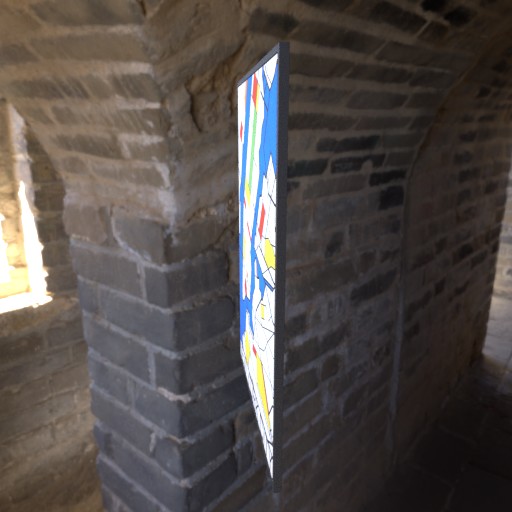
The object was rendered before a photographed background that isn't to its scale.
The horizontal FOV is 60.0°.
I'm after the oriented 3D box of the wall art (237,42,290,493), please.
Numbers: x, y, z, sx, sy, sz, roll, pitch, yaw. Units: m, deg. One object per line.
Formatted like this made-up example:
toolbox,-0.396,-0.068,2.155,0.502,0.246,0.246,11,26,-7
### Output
wall art,0.000,0.000,0.840,0.013,0.660,0.460,-2,16,-8
